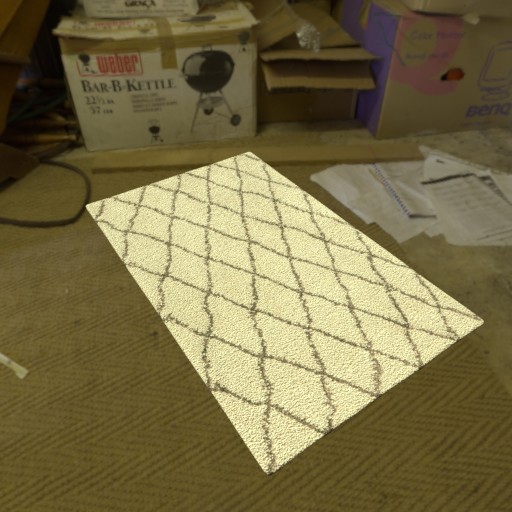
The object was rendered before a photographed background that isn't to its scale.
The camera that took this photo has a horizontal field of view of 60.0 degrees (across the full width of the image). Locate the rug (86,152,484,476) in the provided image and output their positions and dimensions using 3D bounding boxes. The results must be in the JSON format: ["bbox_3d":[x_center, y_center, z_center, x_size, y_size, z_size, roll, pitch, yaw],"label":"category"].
[{"bbox_3d":[0.000,0.000,2.977,1.524,0.030,2.438,-24,47,-25],"label":"rug"}]
